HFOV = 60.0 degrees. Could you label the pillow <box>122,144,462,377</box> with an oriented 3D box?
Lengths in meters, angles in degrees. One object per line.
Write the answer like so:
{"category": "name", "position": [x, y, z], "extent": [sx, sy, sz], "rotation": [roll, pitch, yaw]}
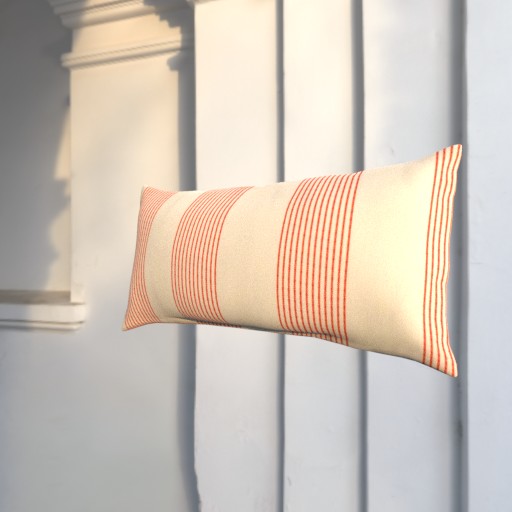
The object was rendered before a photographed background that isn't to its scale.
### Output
{"category": "pillow", "position": [0.000, 0.000, 0.714], "extent": [0.608, 0.292, 0.156], "rotation": [0, 0, 35]}
